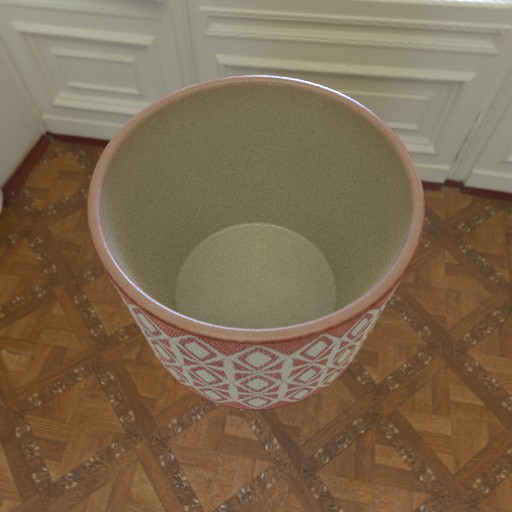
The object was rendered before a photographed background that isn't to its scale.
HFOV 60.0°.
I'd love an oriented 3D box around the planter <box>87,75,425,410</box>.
[{"bbox_3d":[0.000,0.000,0.464,0.273,0.237,0.273,0,59,0],"label":"planter"}]
